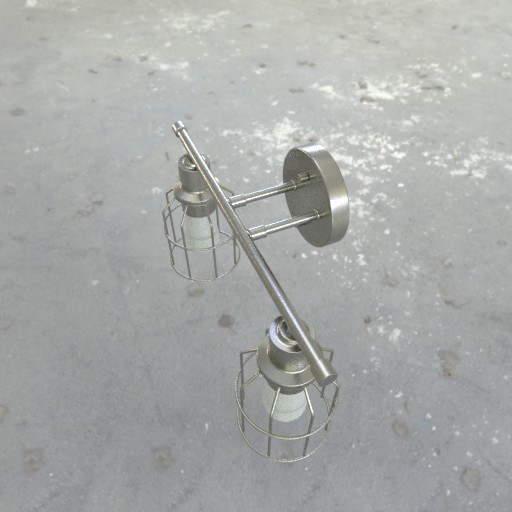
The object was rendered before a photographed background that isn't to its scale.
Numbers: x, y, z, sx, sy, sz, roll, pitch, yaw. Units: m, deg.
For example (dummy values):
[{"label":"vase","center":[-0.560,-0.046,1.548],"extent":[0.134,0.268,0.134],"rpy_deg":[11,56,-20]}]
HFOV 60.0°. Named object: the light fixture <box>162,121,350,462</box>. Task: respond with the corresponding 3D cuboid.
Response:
[{"label":"light fixture","center":[0.000,0.000,0.535],"extent":[0.165,0.254,0.406],"rpy_deg":[-18,50,-16]}]
